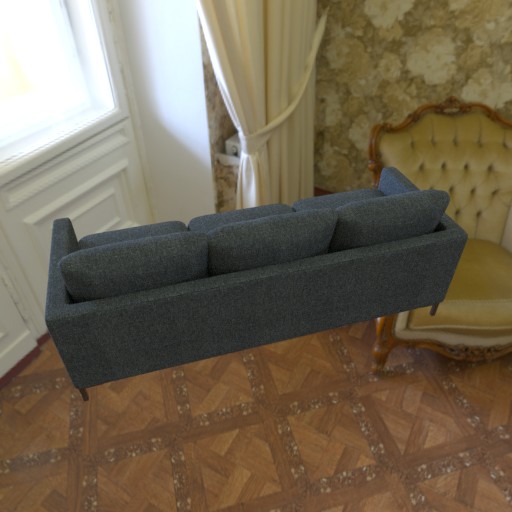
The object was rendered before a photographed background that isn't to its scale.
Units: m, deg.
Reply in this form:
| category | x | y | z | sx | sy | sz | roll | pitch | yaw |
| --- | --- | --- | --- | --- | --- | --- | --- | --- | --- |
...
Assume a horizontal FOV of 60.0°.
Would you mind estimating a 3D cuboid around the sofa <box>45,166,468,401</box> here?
| category | x | y | z | sx | sy | sz | roll | pitch | yaw |
| --- | --- | --- | --- | --- | --- | --- | --- | --- | --- |
| sofa | 0.000 | 0.000 | 2.652 | 2.218 | 0.874 | 0.859 | -11 | 41 | -13 |
